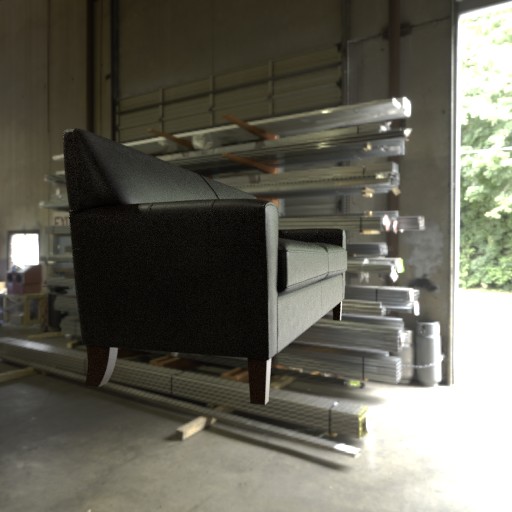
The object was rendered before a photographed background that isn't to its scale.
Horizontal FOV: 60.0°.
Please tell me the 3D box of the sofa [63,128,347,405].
[{"bbox_3d":[0.000,0.000,2.435,0.805,0.947,2.053,0,0,18],"label":"sofa"}]
